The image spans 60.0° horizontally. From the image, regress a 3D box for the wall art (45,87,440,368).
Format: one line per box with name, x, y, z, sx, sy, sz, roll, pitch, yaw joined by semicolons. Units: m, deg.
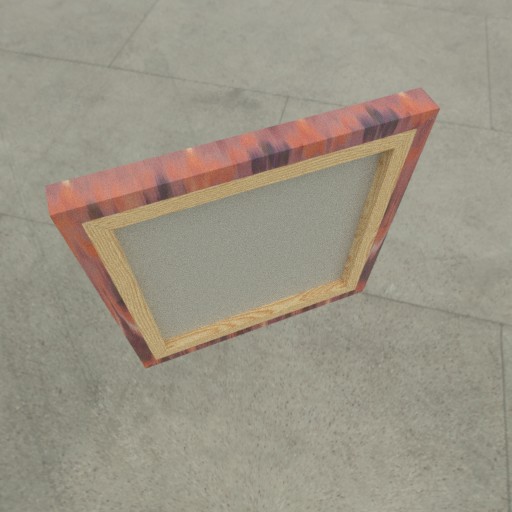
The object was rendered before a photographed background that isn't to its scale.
wall art;0.000;0.000;0.608;0.403;0.406;0.038;-18;59;-11
